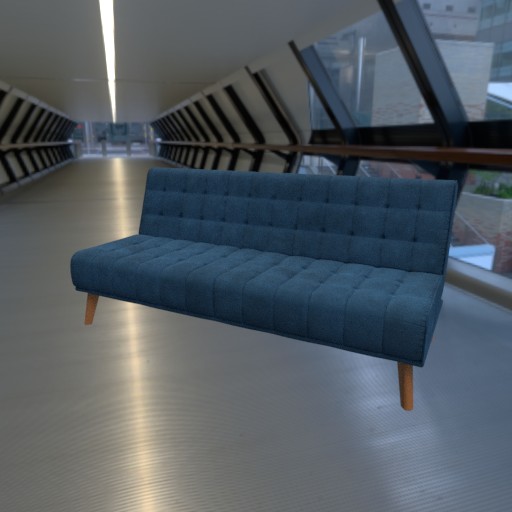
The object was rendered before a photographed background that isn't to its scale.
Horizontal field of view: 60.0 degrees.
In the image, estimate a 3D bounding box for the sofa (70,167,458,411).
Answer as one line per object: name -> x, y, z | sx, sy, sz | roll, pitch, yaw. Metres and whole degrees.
sofa -> 0.000, 0.000, 2.315 | 1.804, 0.813, 0.855 | 8, 17, 26
